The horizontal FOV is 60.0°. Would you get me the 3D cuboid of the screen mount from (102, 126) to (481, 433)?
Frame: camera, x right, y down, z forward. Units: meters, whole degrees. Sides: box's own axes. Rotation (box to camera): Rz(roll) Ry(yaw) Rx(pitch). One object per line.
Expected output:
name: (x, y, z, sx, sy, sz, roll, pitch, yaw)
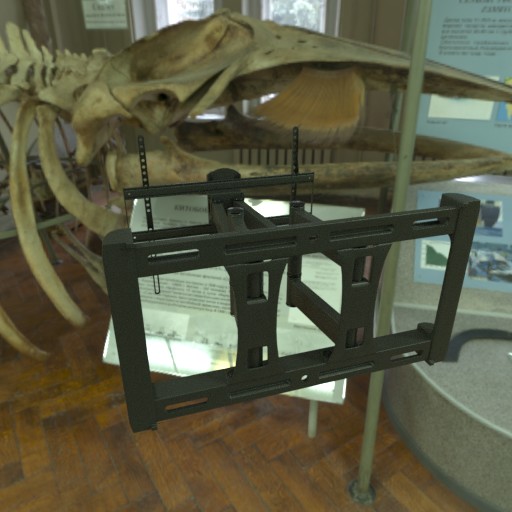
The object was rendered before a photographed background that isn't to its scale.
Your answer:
screen mount: (0.000, 0.000, 0.928, 0.571, 0.424, 0.556, -8, 27, -16)
